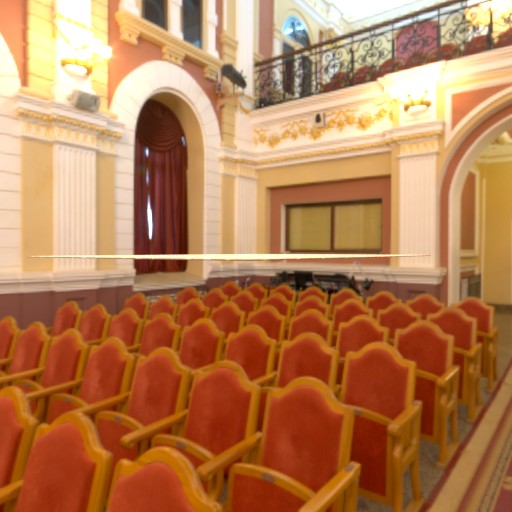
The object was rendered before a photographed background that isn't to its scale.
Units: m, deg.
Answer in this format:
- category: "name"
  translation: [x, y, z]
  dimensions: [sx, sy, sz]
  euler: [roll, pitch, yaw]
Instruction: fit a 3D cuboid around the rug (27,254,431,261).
- category: "rug"
  translation: [0.000, 0.000, 4.424]
  dimensions: [2.438, 0.010, 3.353]
  euler: [0, 1, 37]
